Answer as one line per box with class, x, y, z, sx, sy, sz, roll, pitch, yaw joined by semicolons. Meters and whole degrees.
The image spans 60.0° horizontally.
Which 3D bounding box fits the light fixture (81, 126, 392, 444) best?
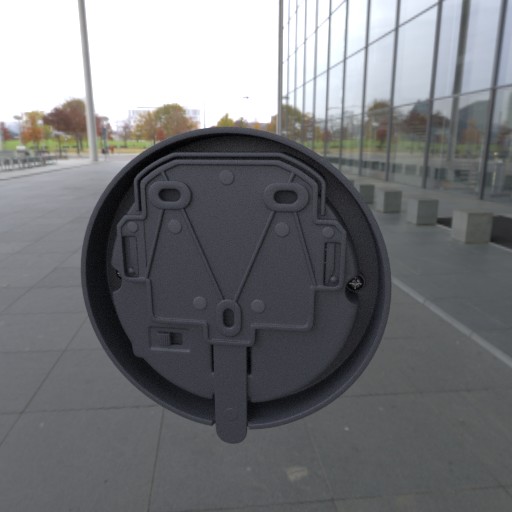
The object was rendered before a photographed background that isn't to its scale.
light fixture;0.000;0.000;0.265;0.134;0.143;0.160;2;14;8
